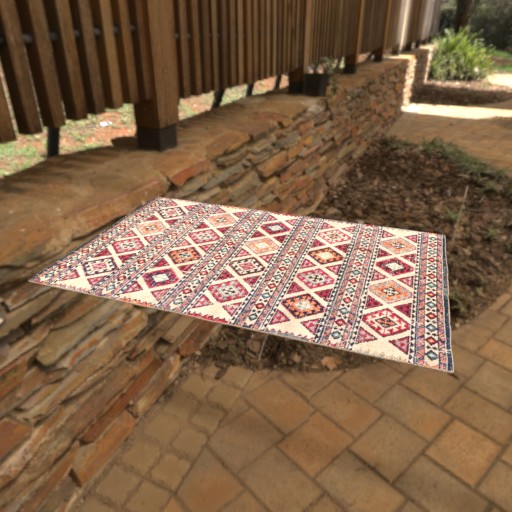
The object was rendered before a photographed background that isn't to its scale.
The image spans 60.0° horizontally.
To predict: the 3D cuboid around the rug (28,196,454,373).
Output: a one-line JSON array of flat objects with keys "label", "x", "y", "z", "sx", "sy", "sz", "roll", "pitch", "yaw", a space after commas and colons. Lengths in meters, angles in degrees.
[{"label": "rug", "x": 0.000, "y": 0.000, "z": 2.998, "sx": 2.440, "sy": 0.010, "sz": 1.545, "roll": 9, "pitch": 30, "yaw": 17}]
